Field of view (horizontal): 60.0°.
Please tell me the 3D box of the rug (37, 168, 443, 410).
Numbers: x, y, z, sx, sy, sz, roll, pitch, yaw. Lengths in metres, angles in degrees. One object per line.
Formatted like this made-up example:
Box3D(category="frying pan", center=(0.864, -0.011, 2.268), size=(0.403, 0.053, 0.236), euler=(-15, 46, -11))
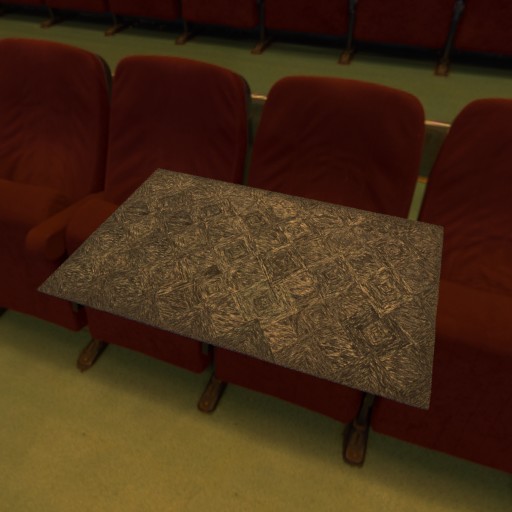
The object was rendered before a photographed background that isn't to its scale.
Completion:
Box3D(category="rug", center=(0.000, 0.000, 2.226), size=(1.754, 0.010, 1.139), euler=(14, 44, 15))
